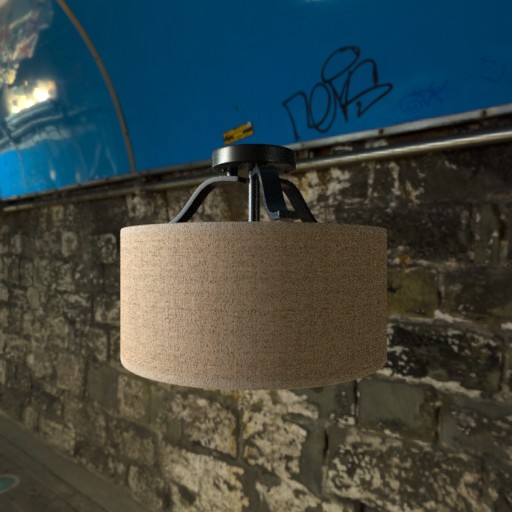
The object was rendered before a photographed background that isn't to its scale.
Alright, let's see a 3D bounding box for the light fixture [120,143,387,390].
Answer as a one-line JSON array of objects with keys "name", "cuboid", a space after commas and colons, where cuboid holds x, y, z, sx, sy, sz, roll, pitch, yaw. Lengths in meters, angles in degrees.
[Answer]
[{"name": "light fixture", "cuboid": [0.000, 0.000, 0.666, 0.390, 0.306, 0.390, 0, 0, 0]}]
